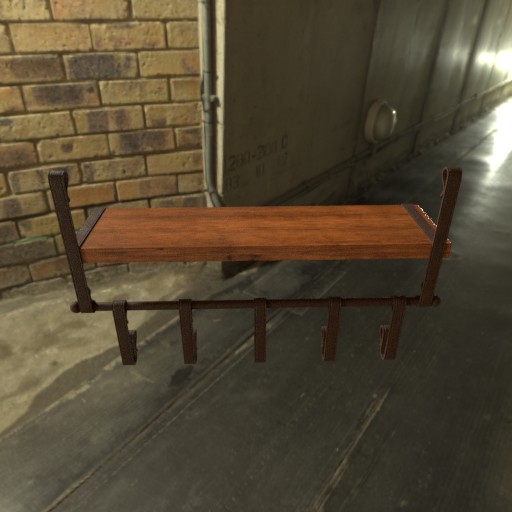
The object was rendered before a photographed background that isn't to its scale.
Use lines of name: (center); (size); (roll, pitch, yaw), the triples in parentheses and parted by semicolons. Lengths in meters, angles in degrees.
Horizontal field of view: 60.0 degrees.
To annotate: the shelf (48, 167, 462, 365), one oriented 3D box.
shelf: (0.000, 0.000, 0.709); (0.567, 0.330, 0.146); (-1, 30, -1)
